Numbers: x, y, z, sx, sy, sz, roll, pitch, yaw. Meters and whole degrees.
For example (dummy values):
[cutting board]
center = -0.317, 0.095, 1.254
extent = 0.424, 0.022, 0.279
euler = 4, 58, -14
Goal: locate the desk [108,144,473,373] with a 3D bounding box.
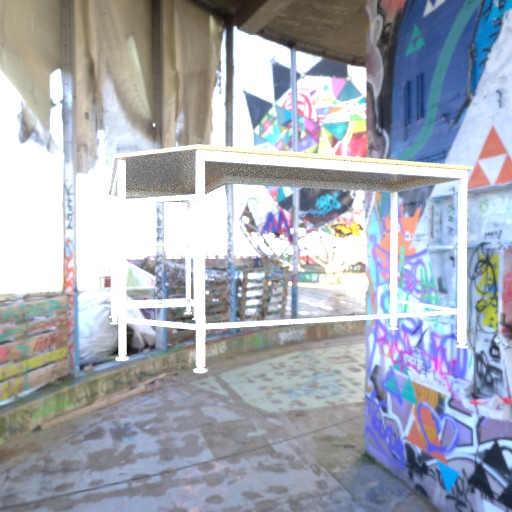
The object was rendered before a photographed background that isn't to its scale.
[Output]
[desk]
center = 0.000, 0.000, 2.225
extent = 1.379, 0.739, 1.379
euler = 0, 1, -19
